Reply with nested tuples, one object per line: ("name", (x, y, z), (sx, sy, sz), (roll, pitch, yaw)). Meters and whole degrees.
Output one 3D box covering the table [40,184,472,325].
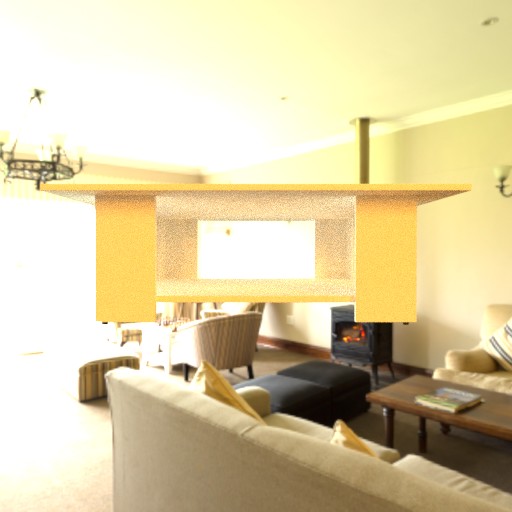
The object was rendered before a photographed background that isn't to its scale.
("table", (0.000, 0.000, 1.360), (0.890, 0.305, 0.890), (0, 0, 0))
